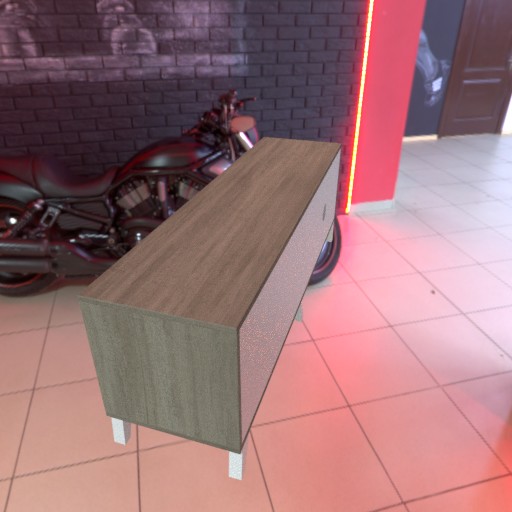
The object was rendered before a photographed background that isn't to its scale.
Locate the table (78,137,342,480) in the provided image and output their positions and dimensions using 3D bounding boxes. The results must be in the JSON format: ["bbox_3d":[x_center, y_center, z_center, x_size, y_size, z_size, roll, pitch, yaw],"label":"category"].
[{"bbox_3d":[0.000,0.000,1.742,0.400,0.530,1.500,9,31,16],"label":"table"}]
